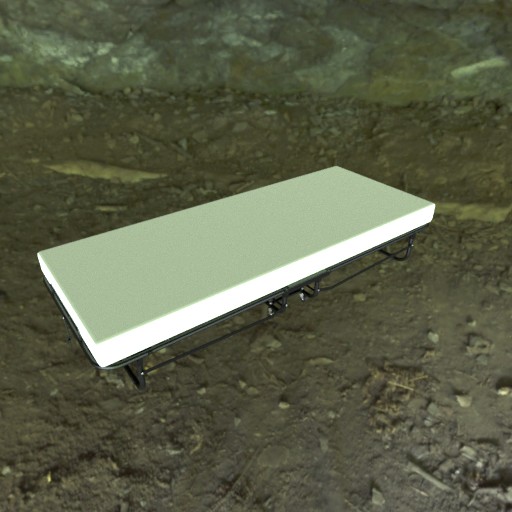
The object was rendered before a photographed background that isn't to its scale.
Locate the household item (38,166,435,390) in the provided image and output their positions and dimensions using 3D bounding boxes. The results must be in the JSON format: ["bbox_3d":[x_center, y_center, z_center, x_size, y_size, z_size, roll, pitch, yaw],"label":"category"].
[{"bbox_3d":[0.000,0.000,2.252,1.905,0.356,0.787,-21,37,-31],"label":"household item"}]
